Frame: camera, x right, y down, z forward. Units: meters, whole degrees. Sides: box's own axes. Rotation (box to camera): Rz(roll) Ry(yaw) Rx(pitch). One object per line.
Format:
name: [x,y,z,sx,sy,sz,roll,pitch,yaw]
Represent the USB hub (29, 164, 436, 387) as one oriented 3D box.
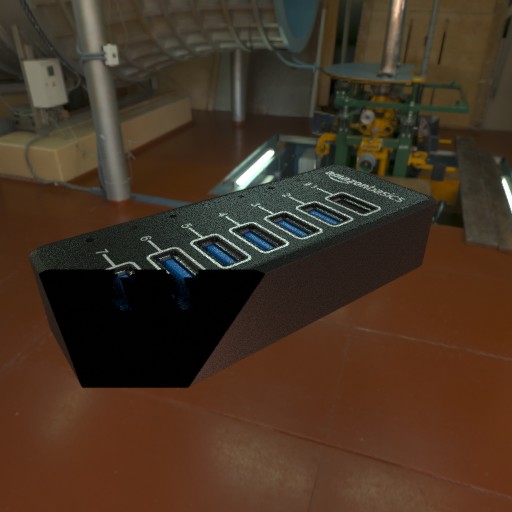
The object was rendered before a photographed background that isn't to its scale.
USB hub: [0.000,0.000,0.128,0.110,0.023,0.044,-21,36,-31]
